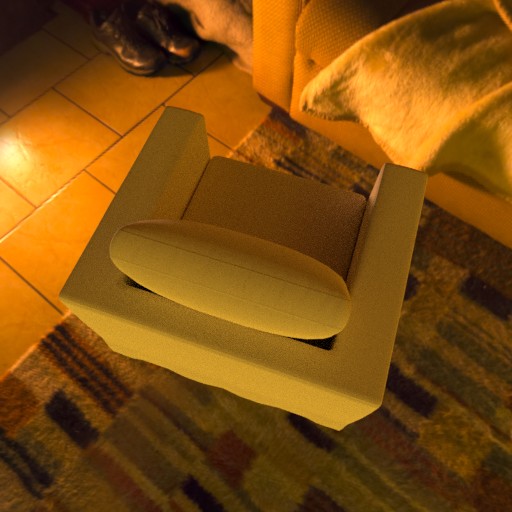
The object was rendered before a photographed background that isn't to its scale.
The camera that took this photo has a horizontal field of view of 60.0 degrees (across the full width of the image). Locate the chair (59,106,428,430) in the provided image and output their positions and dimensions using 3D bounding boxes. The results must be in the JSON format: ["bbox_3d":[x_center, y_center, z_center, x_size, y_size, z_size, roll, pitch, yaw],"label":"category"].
[{"bbox_3d":[0.000,0.000,1.793,1.150,0.878,0.957,17,65,8],"label":"chair"}]
